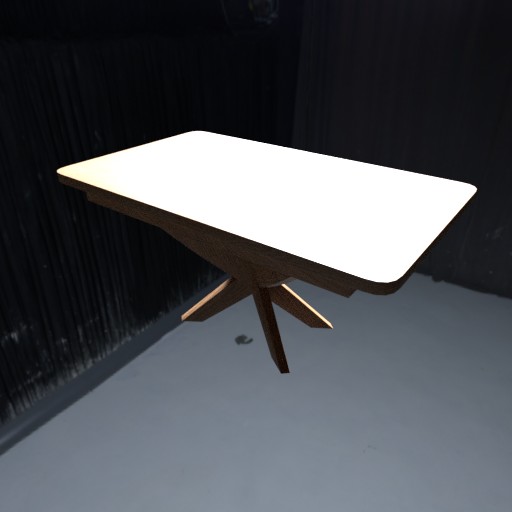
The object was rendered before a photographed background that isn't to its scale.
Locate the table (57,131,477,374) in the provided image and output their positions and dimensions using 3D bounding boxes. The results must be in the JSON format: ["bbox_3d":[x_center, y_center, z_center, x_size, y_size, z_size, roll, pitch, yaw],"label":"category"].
[{"bbox_3d":[0.000,0.000,2.099,1.600,0.770,0.950,20,35,32],"label":"table"}]
